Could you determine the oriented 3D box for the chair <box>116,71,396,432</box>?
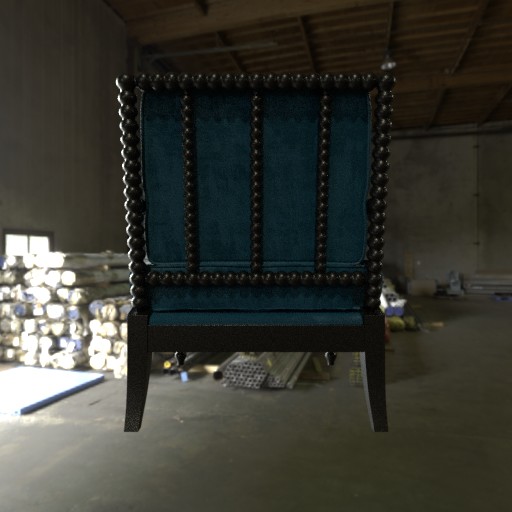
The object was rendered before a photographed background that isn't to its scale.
[{"bbox_3d":[0.000,0.000,1.395,0.688,0.857,0.805,0,0,0],"label":"chair"}]
